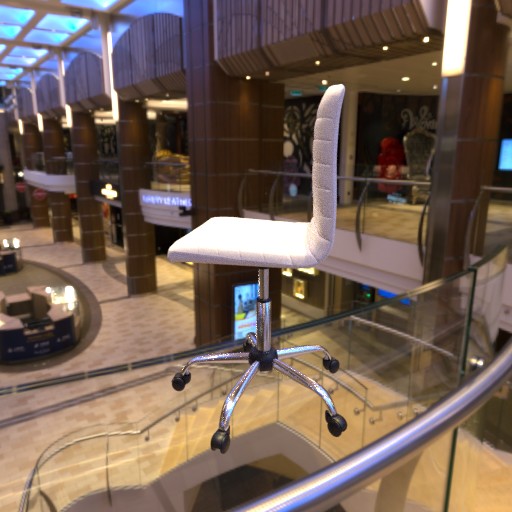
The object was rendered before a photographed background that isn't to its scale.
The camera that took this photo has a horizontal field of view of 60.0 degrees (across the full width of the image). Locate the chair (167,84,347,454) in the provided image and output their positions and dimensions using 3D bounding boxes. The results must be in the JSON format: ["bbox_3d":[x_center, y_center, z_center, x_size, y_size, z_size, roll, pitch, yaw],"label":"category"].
[{"bbox_3d":[0.000,0.000,1.086,0.455,0.750,0.520,2,14,7],"label":"chair"}]
